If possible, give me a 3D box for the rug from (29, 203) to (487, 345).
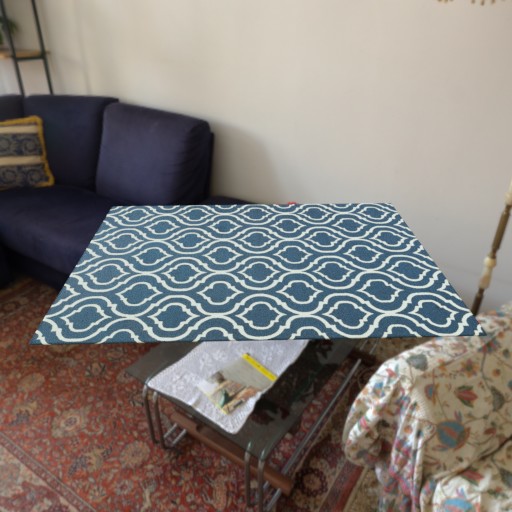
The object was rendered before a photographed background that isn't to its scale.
[{"bbox_3d":[0.000,0.000,4.282,3.353,0.010,2.438,-1,30,-2],"label":"rug"}]
